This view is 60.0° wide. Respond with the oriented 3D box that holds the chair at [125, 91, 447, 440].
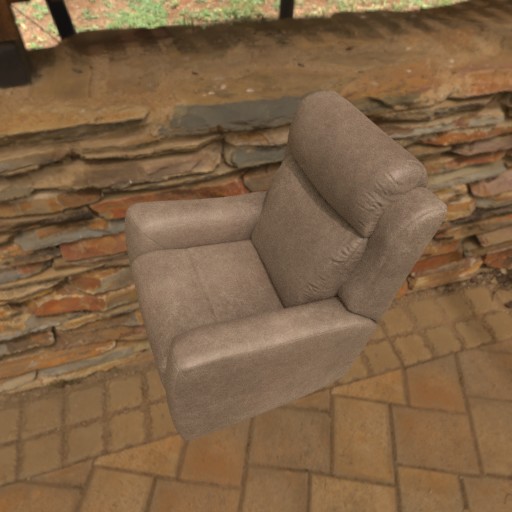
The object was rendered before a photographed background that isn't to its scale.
[{"bbox_3d":[0.000,0.000,1.933,1.068,1.116,0.967,-16,48,-15],"label":"chair"}]
